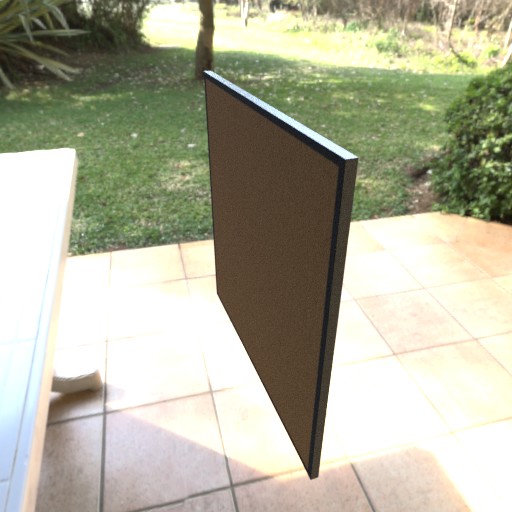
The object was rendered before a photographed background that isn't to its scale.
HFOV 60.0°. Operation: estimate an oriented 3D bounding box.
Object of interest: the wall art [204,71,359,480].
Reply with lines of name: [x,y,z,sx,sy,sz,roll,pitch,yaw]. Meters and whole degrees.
wall art: [0.000,0.000,1.183,0.022,0.803,0.805,-11,33,-17]
